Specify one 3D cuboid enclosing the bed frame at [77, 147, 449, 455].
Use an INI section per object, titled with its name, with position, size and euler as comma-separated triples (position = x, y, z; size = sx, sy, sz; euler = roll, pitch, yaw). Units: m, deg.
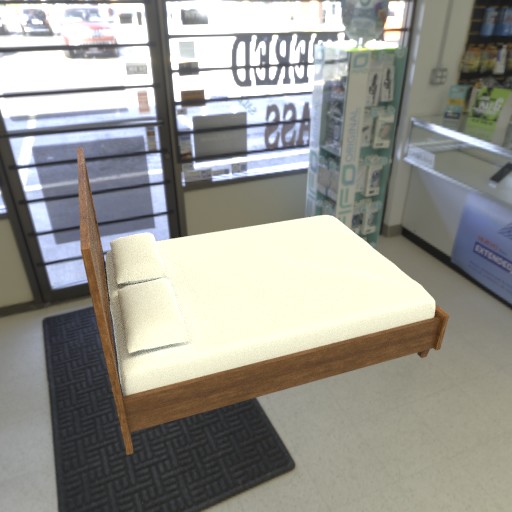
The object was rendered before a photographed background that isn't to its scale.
[bed frame]
position = 0.000, 0.000, 3.349
size = 2.276, 1.417, 1.696
euler = -10, 31, -17
